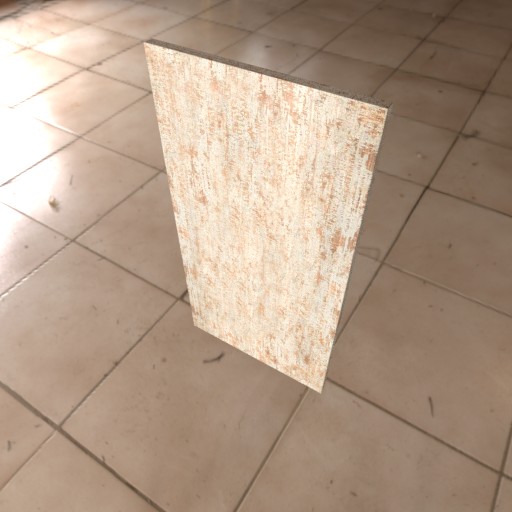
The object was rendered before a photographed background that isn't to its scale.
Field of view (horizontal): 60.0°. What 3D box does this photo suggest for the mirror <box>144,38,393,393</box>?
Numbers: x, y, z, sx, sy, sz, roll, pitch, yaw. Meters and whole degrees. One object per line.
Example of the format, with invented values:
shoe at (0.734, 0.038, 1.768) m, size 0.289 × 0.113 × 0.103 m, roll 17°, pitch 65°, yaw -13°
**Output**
mirror at (0.000, 0.000, 1.082) m, size 0.472 × 0.922 × 0.027 m, roll 24°, pitch 51°, yaw 21°
